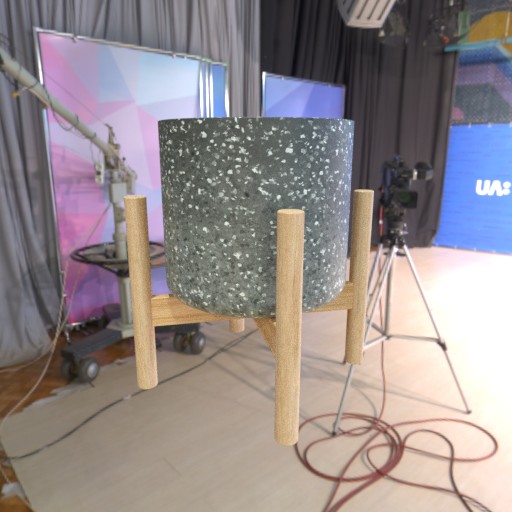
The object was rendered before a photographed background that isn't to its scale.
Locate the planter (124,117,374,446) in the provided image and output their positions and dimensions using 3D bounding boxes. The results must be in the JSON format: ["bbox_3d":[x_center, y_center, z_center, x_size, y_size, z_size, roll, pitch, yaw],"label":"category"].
[{"bbox_3d":[0.000,0.000,0.552,0.284,0.320,0.284,2,15,9],"label":"planter"}]
